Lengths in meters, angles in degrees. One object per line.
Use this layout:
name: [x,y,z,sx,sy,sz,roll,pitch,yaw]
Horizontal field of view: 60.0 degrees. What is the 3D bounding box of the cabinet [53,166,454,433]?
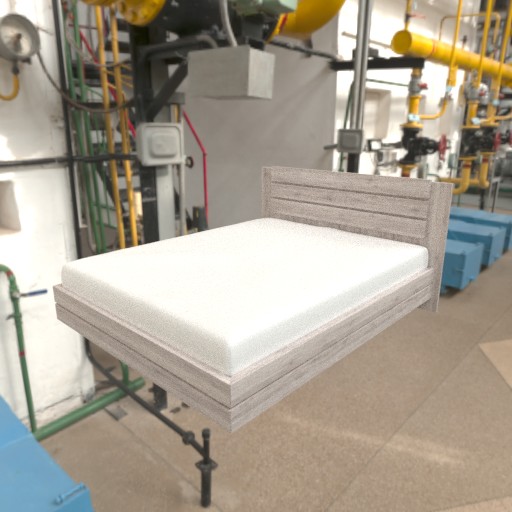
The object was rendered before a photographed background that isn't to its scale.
cabinet: [0.000,0.000,3.007,1.750,0.970,2.080,15,22,41]
